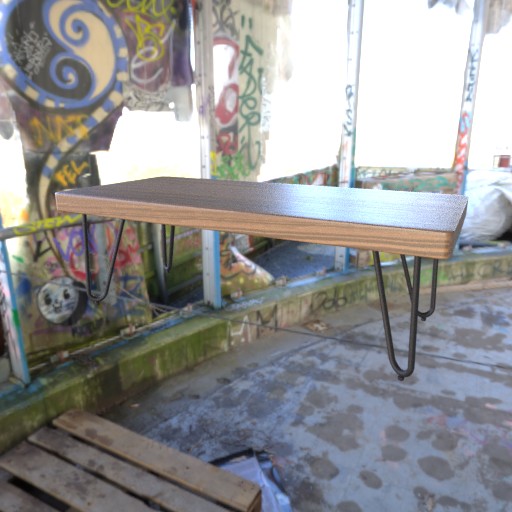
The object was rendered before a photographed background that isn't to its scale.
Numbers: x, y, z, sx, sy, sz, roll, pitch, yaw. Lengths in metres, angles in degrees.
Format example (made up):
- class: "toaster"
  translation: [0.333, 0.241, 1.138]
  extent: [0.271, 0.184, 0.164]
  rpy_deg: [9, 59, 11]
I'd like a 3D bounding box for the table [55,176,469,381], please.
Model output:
- class: "table"
  translation: [0.000, 0.000, 1.673]
  extent: [1.375, 0.468, 0.637]
  rpy_deg: [8, 18, 26]
